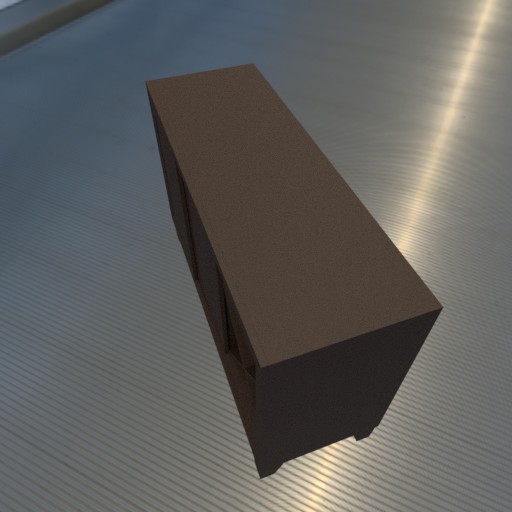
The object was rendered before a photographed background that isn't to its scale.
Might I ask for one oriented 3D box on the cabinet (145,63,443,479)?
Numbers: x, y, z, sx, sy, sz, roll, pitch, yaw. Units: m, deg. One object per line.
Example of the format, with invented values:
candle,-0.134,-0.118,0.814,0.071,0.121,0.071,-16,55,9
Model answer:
cabinet,0.000,0.000,1.820,0.482,0.914,1.396,-15,50,-13
